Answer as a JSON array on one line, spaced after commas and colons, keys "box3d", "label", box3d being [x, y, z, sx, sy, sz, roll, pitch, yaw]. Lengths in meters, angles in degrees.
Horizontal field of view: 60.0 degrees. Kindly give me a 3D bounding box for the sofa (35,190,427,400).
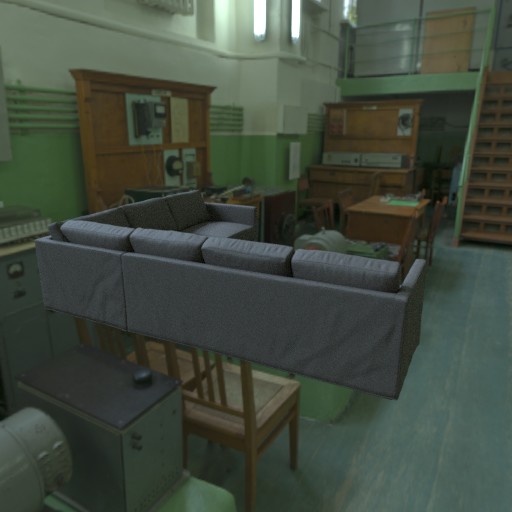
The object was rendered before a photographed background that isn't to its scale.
[{"box3d": [0.000, 0.000, 4.312, 3.182, 0.871, 2.432, 8, 18, 26], "label": "sofa"}]
